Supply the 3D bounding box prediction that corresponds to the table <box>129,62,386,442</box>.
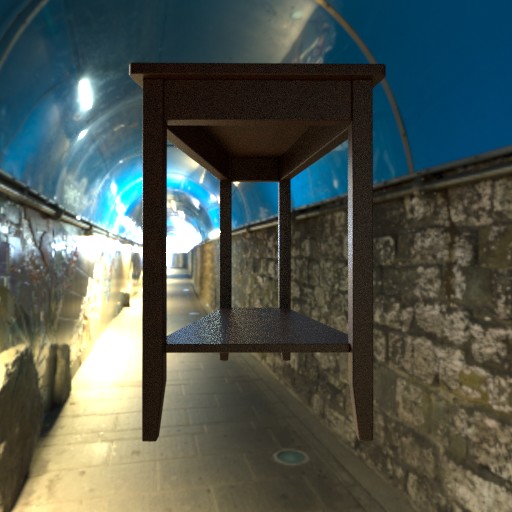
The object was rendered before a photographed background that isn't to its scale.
[{"bbox_3d":[0.000,0.000,0.982,0.399,0.589,0.605,0,0,-1],"label":"table"}]
